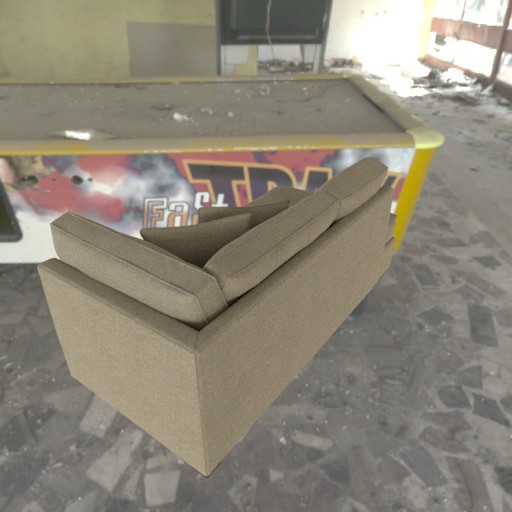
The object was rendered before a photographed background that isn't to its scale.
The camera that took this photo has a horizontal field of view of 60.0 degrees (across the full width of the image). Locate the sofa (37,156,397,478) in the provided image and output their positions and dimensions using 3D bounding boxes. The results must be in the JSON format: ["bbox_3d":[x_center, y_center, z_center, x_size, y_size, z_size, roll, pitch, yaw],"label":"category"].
[{"bbox_3d":[0.000,0.000,2.818,1.110,1.019,2.238,20,37,30],"label":"sofa"}]
